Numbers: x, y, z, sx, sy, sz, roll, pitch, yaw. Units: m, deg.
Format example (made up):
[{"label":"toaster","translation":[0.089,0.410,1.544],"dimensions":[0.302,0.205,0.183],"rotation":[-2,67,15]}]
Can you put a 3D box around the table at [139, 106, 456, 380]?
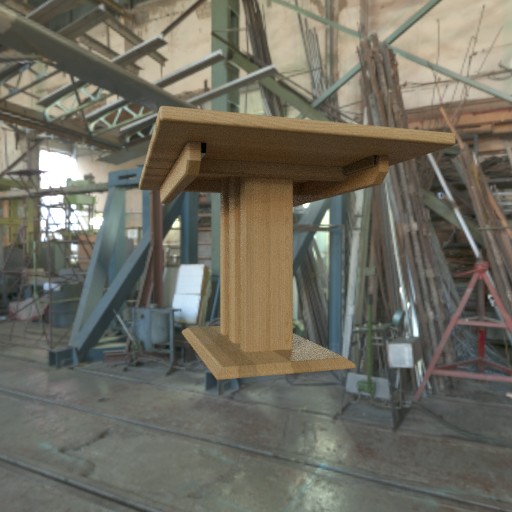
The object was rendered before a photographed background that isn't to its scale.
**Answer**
[{"label":"table","translation":[0.000,0.000,1.861],"dimensions":[0.900,0.770,1.300],"rotation":[0,1,-17]}]
